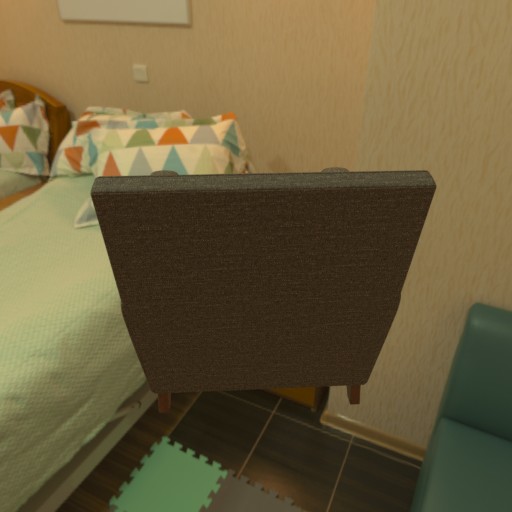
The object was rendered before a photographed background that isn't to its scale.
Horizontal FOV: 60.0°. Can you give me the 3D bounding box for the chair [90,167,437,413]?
[{"bbox_3d":[0.000,0.000,1.558,0.838,0.885,0.875,-2,30,-3],"label":"chair"}]
